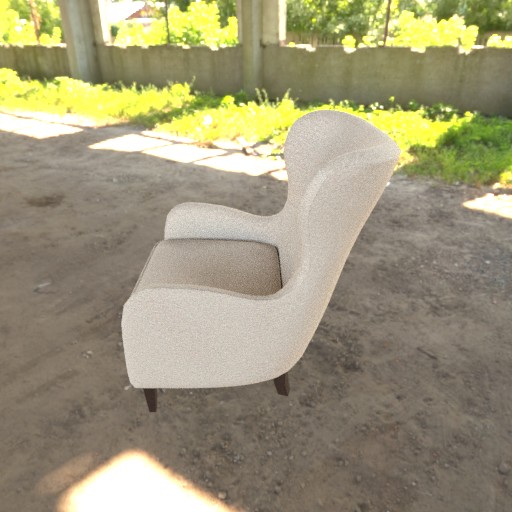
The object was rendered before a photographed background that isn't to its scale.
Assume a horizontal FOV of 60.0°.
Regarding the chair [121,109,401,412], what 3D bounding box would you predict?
[{"bbox_3d":[0.000,0.000,1.850,0.984,1.064,0.861,0,27,0],"label":"chair"}]
